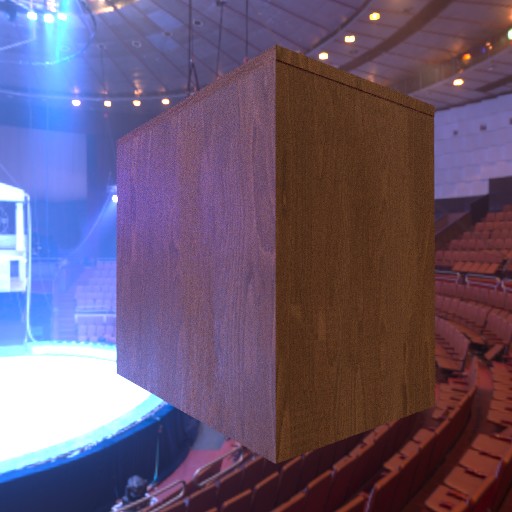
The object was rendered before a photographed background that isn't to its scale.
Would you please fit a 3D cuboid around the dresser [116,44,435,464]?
[{"bbox_3d":[0.000,0.000,1.287,0.529,0.762,0.809,0,-1,-37],"label":"dresser"}]
